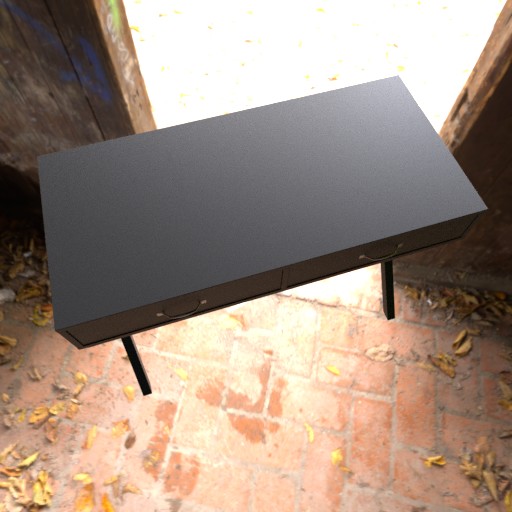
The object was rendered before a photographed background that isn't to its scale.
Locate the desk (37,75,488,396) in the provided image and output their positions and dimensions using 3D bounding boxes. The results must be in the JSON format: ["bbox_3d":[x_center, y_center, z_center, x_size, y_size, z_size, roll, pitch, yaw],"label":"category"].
[{"bbox_3d":[0.000,0.000,1.480,1.057,0.780,0.525,-15,63,-8],"label":"desk"}]
